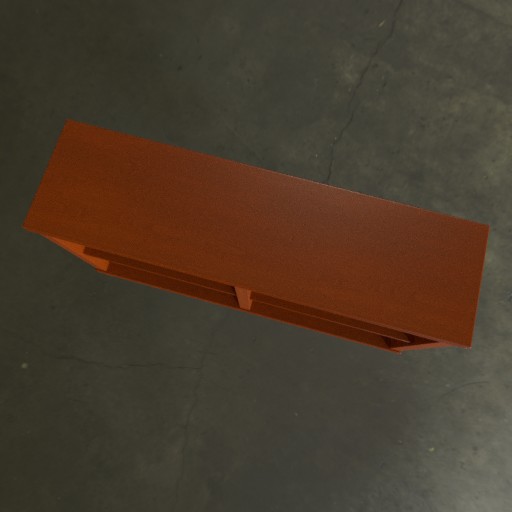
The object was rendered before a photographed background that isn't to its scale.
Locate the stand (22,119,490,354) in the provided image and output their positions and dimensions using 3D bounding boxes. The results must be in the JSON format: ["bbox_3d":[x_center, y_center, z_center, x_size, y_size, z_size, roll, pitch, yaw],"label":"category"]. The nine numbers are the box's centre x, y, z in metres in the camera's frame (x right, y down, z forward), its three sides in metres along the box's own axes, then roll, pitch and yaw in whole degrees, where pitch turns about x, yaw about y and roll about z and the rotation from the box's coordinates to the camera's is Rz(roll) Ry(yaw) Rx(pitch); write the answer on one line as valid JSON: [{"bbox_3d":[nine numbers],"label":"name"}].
[{"bbox_3d":[0.000,0.000,1.714,1.372,0.762,0.381,15,77,4],"label":"stand"}]
